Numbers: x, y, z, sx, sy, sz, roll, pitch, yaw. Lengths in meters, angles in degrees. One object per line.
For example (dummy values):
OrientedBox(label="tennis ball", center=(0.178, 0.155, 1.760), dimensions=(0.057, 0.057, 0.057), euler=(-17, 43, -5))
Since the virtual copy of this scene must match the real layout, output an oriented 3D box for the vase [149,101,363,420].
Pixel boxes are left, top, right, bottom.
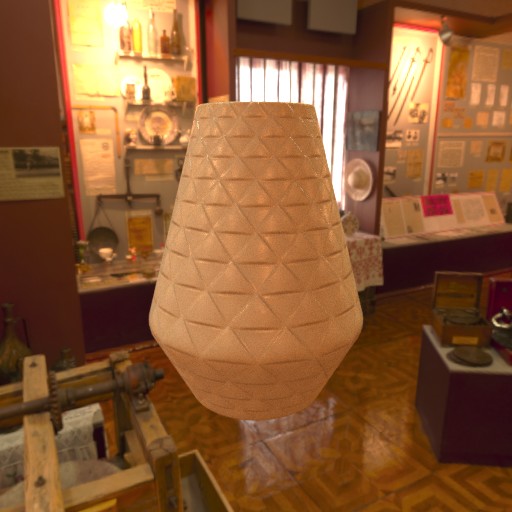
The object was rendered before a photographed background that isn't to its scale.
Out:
OrientedBox(label="vase", center=(0.000, 0.000, 0.359), dimensions=(0.175, 0.230, 0.175), euler=(0, 14, 0))
